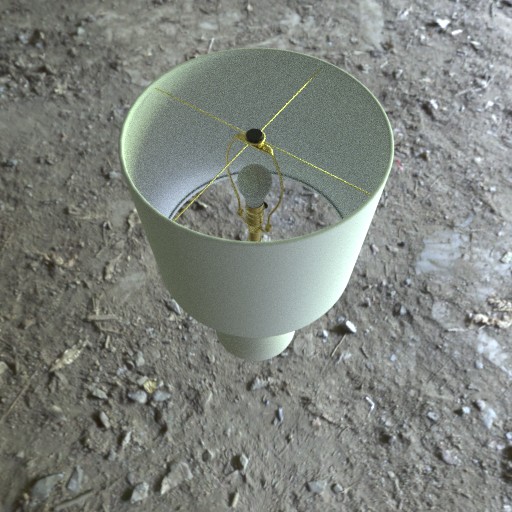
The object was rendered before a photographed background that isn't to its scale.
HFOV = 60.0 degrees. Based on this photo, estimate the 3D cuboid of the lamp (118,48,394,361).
[{"bbox_3d":[0.000,0.000,0.716,0.301,0.533,0.301,31,64,17],"label":"lamp"}]
